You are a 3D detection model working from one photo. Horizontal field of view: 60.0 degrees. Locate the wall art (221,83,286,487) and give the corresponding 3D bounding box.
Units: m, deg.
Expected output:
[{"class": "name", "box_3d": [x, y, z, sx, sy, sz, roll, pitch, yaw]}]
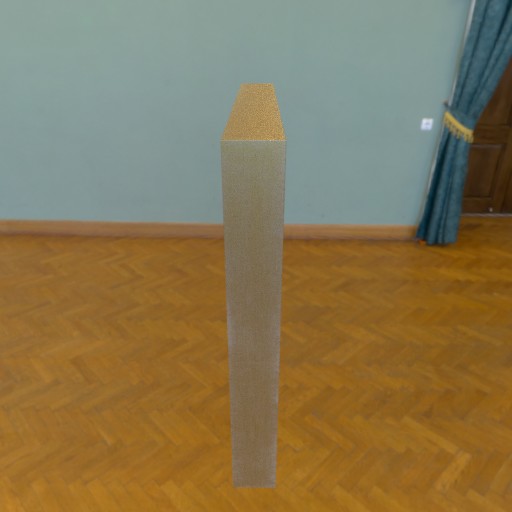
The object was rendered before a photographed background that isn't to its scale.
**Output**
[{"class": "wall art", "box_3d": [0.000, 0.000, 0.460, 0.038, 0.305, 0.306, 0, 27, 0]}]
